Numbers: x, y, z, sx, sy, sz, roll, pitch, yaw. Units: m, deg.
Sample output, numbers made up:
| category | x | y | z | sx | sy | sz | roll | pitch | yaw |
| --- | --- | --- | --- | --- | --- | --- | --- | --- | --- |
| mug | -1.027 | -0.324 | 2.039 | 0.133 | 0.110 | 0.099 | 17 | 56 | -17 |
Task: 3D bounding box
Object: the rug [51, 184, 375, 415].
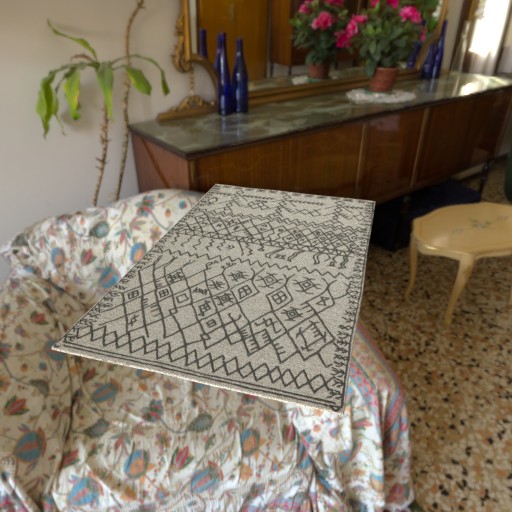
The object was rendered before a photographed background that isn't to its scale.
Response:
| category | x | y | z | sx | sy | sz | roll | pitch | yaw |
| --- | --- | --- | --- | --- | --- | --- | --- | --- | --- |
| rug | 0.000 | 0.000 | 4.928 | 2.393 | 0.019 | 3.824 | 8 | 31 | 14 |
